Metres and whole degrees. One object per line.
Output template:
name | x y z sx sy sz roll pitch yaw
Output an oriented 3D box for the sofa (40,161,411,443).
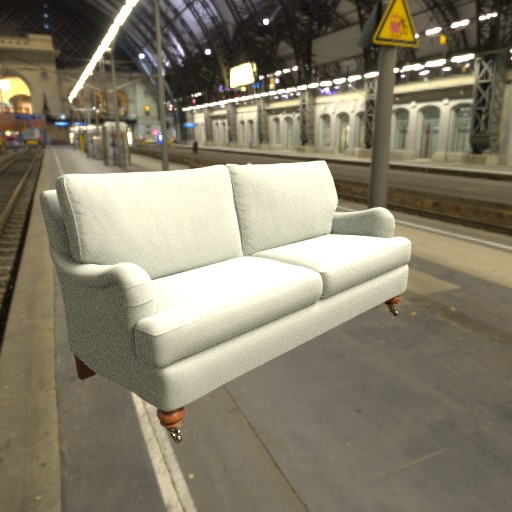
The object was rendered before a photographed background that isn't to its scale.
sofa | 0.000 0.000 2.751 1.069 1.096 2.193 14 21 42
